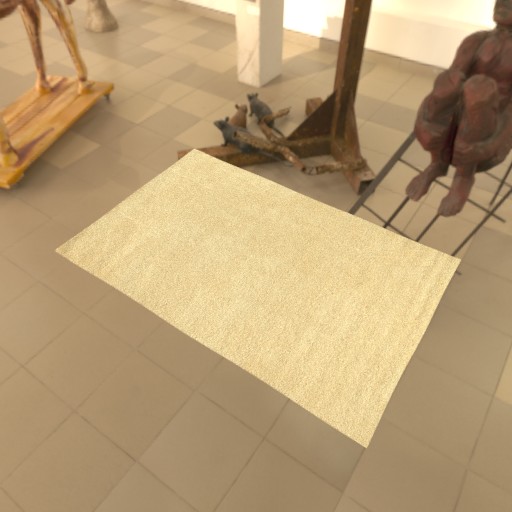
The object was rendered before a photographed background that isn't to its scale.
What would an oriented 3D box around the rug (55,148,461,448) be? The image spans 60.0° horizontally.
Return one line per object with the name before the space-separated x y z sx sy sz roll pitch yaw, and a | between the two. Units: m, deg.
rug | 0.000 0.000 3.042 2.346 0.025 1.500 27 53 23
